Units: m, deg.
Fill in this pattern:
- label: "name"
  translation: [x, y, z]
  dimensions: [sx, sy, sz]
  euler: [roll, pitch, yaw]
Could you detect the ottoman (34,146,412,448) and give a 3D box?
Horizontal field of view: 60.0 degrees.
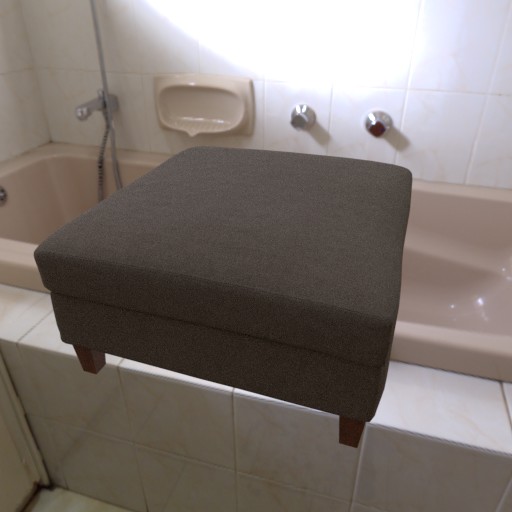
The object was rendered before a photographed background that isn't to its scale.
- label: "ottoman"
  translation: [0.000, 0.000, 1.377]
  dimensions: [0.861, 0.482, 0.881]
  euler: [10, 32, 16]
